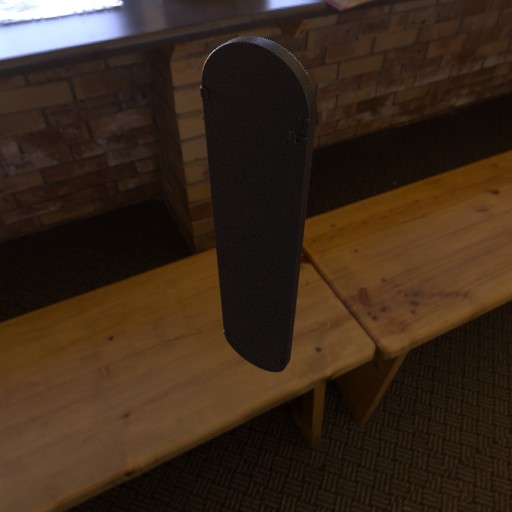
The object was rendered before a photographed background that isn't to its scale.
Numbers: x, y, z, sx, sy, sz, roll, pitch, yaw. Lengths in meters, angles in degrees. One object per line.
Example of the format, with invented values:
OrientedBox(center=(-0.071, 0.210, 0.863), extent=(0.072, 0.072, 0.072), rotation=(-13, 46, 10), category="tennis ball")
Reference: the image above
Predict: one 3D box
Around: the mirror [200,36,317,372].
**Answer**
OrientedBox(center=(0.000, 0.000, 1.061), extent=(0.222, 0.991, 0.032), rotation=(24, 51, 21), category="mirror")
